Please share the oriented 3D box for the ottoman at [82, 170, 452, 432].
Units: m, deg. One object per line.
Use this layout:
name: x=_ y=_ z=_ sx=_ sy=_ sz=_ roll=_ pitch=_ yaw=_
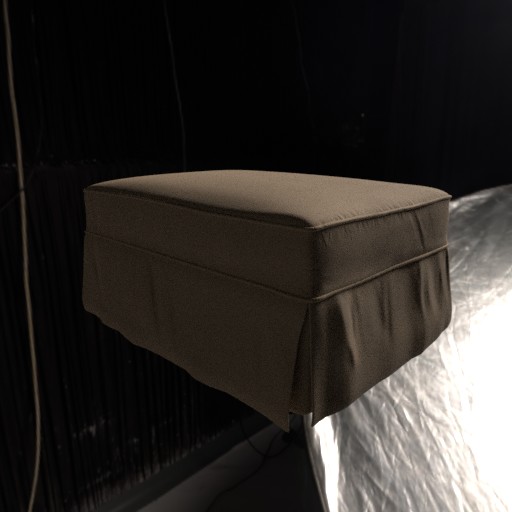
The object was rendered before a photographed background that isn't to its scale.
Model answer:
ottoman: x=0.000 y=0.000 z=1.332 sx=0.959 sy=0.482 sz=0.721 roll=14 pitch=21 yaw=42
